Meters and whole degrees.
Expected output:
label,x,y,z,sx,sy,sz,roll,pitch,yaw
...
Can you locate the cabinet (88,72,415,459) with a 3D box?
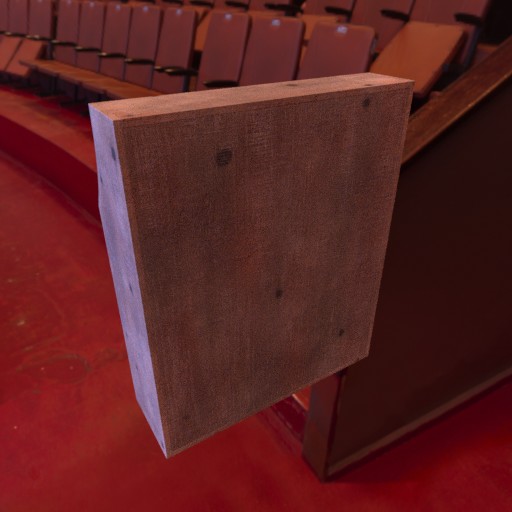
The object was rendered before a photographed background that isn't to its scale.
label,x,y,z,sx,sy,sz,roll,pitch,yaw
cabinet,0.000,0.000,0.815,0.489,0.590,0.184,-18,35,-27
